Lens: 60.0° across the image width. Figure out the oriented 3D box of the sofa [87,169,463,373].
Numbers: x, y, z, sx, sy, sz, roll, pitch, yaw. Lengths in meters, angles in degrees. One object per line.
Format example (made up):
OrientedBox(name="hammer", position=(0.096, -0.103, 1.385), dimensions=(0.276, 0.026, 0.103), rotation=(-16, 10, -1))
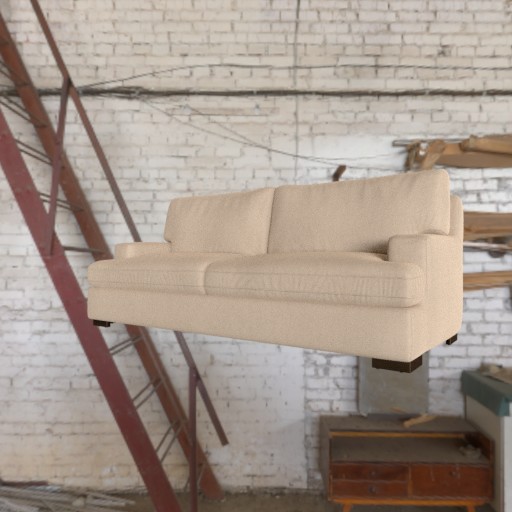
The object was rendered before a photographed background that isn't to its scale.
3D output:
OrientedBox(name="sofa", position=(0.000, 0.000, 2.662), dimensions=(2.147, 0.925, 0.929), rotation=(0, 0, 36))
